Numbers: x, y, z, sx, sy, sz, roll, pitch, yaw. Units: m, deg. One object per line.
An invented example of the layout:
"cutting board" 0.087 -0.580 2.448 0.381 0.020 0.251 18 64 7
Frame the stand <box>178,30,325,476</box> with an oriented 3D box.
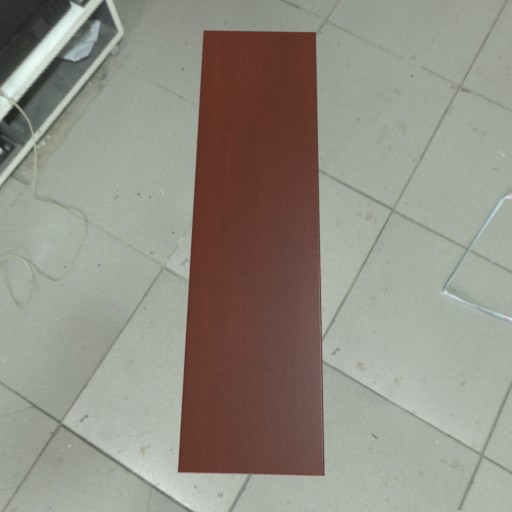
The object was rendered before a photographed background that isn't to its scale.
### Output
"stand" 0.000 0.000 1.689 0.381 0.762 1.372 1 75 0
